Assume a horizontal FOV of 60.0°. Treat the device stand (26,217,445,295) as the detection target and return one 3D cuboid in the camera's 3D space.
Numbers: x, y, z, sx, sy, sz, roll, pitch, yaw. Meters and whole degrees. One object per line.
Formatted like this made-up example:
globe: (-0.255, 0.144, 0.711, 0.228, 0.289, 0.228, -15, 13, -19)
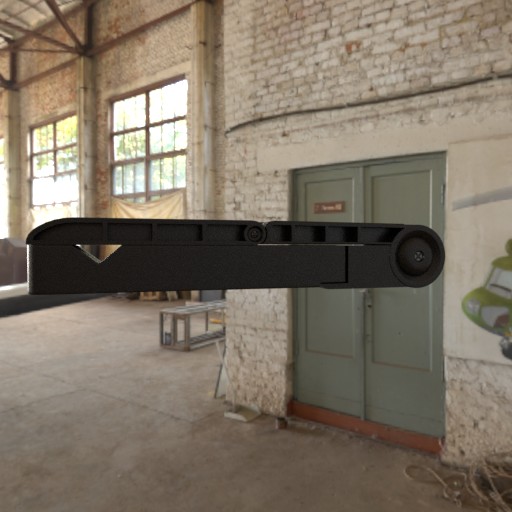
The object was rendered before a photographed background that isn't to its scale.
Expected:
device stand: (0.000, 0.000, 0.195, 0.179, 0.030, 0.026, 0, 1, -17)
